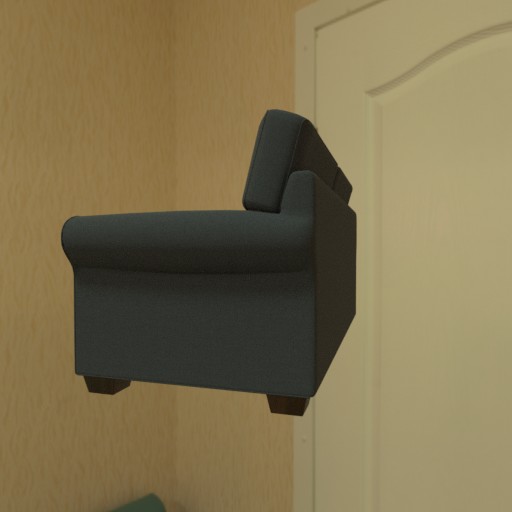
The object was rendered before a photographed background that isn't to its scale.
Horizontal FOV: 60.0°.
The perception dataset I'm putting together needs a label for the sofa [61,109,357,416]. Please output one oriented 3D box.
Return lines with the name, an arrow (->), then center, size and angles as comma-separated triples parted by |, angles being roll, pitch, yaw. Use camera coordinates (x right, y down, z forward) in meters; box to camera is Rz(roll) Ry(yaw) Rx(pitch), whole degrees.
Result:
sofa -> 0.000, 0.000, 2.402 | 0.940, 1.020, 1.930 | 0, 1, 17
